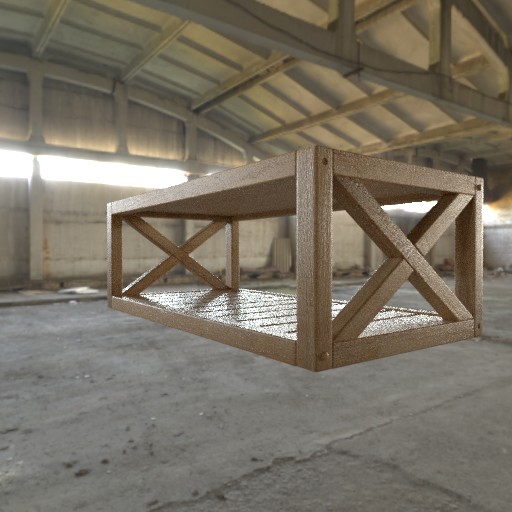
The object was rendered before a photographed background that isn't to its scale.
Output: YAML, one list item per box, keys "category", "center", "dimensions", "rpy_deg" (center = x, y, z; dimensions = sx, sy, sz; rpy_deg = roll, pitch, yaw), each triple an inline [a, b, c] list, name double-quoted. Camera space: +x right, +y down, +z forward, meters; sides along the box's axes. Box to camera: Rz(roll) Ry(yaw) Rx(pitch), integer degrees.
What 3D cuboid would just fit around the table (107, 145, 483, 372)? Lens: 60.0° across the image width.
- category: "table"
  center: [0.000, 0.000, 1.606]
  dimensions: [0.660, 0.457, 1.321]
  rpy_deg: [0, 1, -36]
